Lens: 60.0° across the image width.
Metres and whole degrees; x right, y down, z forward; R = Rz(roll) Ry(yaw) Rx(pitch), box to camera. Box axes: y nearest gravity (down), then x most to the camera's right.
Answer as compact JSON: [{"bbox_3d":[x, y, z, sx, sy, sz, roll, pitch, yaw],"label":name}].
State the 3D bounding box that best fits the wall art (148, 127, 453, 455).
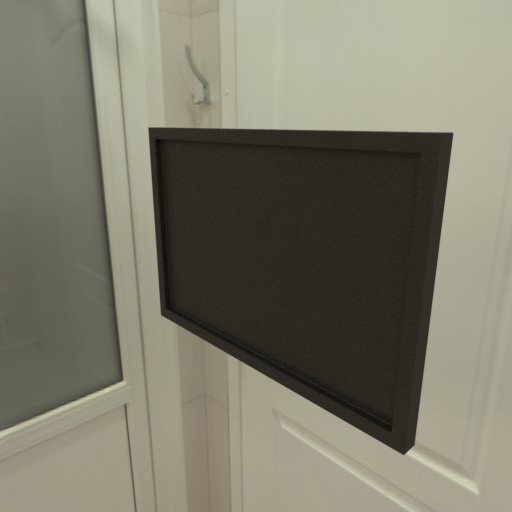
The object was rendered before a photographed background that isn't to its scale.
[{"bbox_3d":[0.000,0.000,0.548,0.021,0.301,0.443,-15,23,-41],"label":"wall art"}]
